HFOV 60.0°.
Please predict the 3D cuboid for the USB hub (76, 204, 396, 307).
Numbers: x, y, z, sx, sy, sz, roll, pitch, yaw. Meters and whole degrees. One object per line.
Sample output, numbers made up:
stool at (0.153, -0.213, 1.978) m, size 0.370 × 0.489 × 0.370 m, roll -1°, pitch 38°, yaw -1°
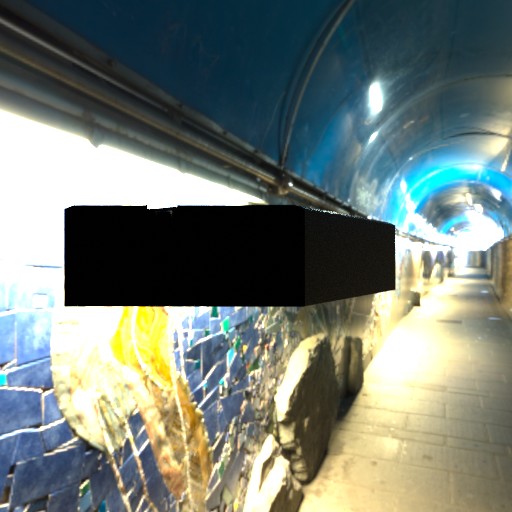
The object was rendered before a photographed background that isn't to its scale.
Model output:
USB hub at (0.000, 0.000, 0.123) m, size 0.044 × 0.023 × 0.110 m, roll 0°, pitch 0°, yaw 36°
